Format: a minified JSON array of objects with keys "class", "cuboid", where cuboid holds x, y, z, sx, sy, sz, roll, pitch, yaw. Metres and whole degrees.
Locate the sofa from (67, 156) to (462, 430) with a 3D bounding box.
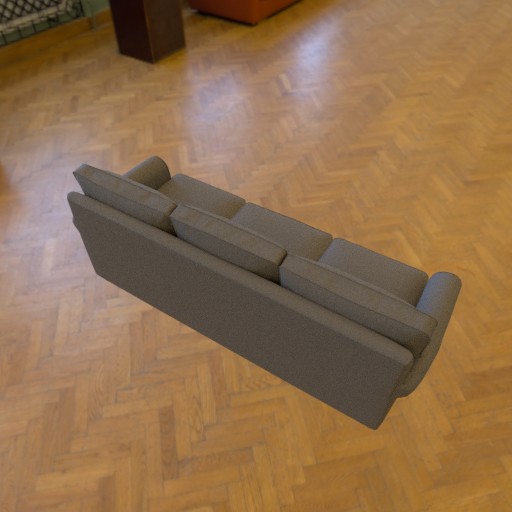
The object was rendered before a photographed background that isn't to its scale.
[{"class":"sofa","cuboid":[0.000,0.000,2.814,2.353,0.948,0.966,25,51,22]}]
